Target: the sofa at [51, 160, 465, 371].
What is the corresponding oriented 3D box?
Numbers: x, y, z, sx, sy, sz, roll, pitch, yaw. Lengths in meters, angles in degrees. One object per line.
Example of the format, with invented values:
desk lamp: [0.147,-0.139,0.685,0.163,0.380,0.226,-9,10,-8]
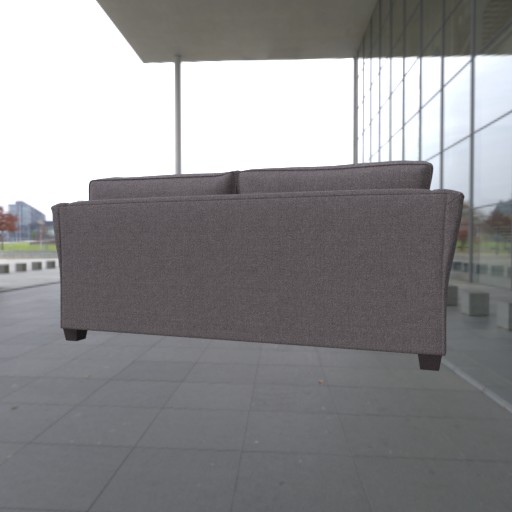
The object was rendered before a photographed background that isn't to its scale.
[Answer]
sofa: [0.000,0.000,2.710,2.203,0.976,1.013,0,1,18]
